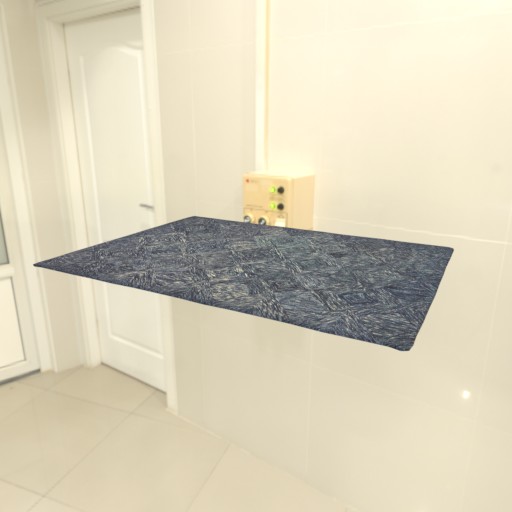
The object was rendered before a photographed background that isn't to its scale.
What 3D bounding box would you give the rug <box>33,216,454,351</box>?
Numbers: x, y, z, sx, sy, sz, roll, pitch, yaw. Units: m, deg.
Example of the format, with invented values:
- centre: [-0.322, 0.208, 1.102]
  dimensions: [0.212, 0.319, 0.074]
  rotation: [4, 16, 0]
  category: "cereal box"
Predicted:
- centre: [0.000, 0.000, 4.179]
  dimensions: [3.245, 0.024, 2.385]
  rotation: [9, 19, 27]
  category: "rug"
